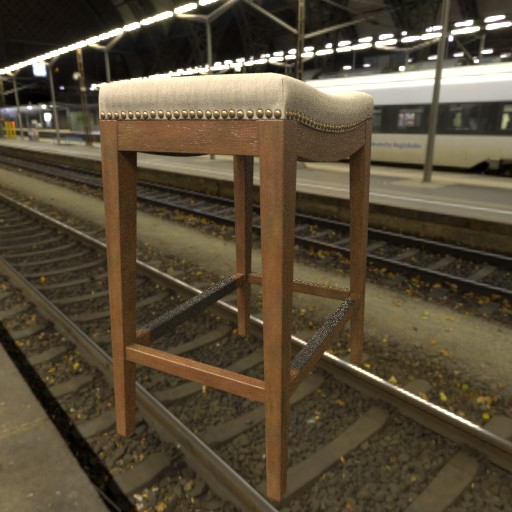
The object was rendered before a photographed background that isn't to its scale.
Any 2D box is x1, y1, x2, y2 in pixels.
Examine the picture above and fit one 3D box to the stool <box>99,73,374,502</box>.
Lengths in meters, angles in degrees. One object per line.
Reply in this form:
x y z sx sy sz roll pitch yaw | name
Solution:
0.000 0.000 0.919 0.356 0.660 0.508 9 19 26 | stool
